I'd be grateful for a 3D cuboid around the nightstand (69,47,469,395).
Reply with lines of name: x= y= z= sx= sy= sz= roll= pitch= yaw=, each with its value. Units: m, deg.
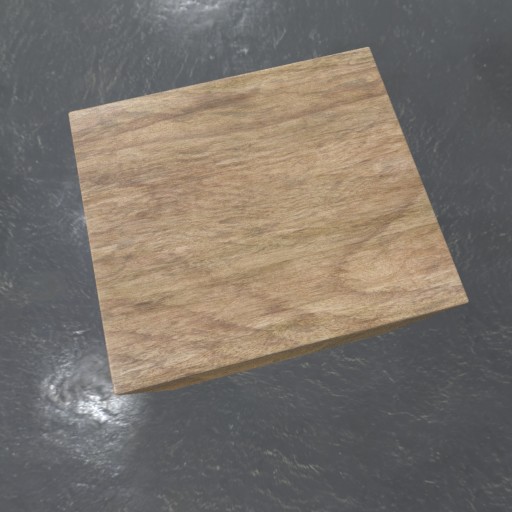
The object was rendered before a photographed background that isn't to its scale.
nightstand: x=0.000 y=0.000 z=0.869 sx=0.457 sy=0.559 sz=0.406 roll=-14 pitch=75 yaw=-4
